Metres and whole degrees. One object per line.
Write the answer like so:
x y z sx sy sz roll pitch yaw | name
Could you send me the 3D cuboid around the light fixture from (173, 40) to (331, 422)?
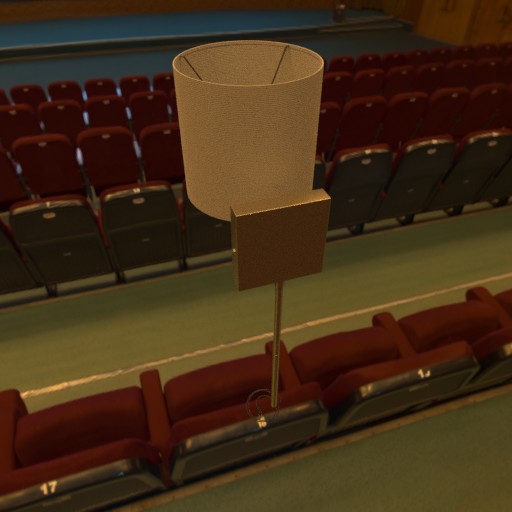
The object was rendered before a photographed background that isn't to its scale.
0.000 0.000 0.721 0.188 0.589 0.248 -12 41 -14 | light fixture
